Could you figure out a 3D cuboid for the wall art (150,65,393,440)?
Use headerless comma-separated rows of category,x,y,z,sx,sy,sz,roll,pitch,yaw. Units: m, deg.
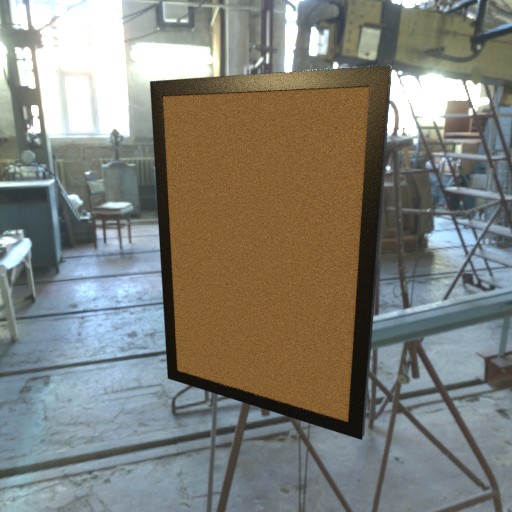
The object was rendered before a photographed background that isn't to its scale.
wall art,0.000,0.000,0.860,0.462,0.656,0.019,8,17,27
